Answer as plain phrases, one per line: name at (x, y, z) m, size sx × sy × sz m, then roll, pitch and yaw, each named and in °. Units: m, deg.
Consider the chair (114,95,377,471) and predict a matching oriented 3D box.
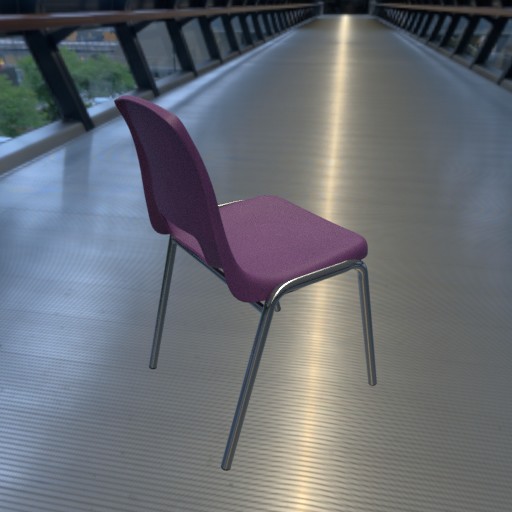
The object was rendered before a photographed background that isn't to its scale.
chair at (0.000, 0.000, 0.907) m, size 0.432 × 0.654 × 0.381 m, roll -19°, pitch 34°, yaw -31°
